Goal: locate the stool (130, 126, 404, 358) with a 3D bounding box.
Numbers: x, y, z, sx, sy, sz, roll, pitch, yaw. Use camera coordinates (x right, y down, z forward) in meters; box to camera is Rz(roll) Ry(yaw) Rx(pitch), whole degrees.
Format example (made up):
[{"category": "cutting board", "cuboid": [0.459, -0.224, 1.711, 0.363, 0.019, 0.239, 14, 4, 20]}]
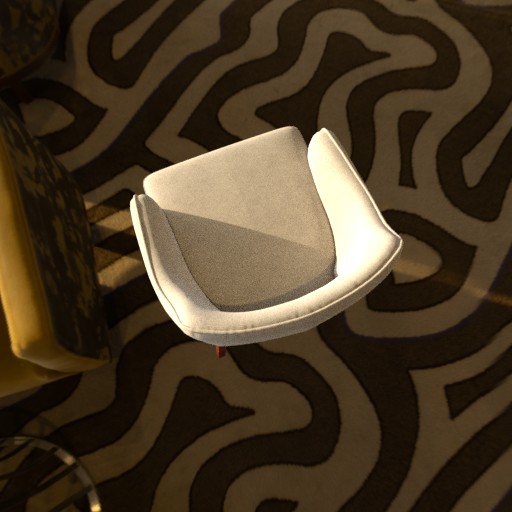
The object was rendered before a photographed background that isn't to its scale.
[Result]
[{"category": "stool", "cuboid": [0.000, 0.000, 1.318, 0.548, 1.012, 0.558, -21, 76, -5]}]
